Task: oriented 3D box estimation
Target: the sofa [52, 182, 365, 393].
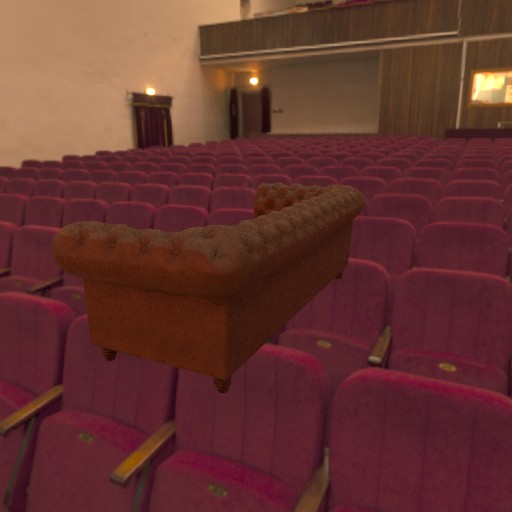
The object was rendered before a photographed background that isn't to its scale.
[{"bbox_3d":[0.000,0.000,2.920,0.944,0.783,2.385,7,16,25],"label":"sofa"}]
